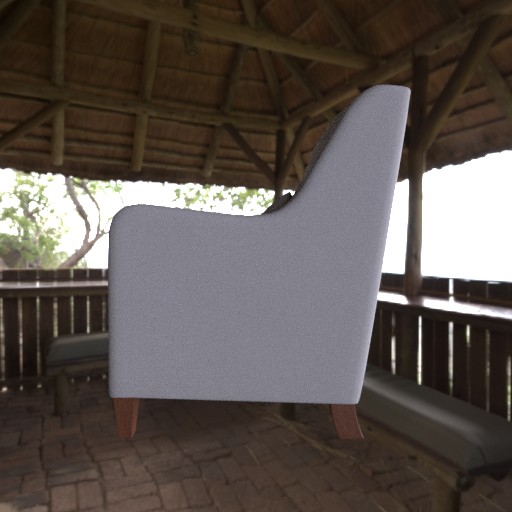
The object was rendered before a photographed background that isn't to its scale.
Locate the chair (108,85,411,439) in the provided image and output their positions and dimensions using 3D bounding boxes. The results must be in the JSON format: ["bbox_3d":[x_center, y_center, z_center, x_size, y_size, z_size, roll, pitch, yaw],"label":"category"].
[{"bbox_3d":[0.000,0.000,1.570,0.863,1.010,0.715,0,1,0],"label":"chair"}]
